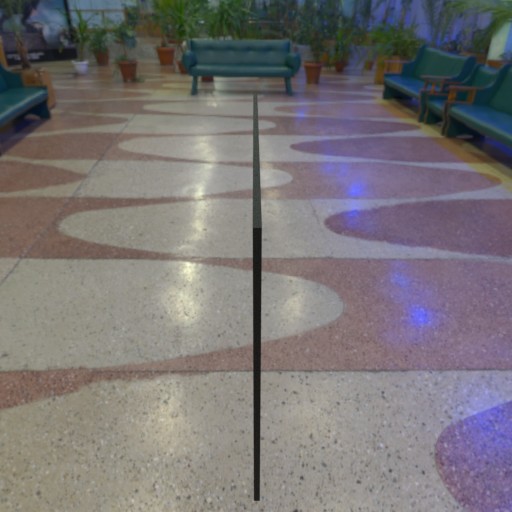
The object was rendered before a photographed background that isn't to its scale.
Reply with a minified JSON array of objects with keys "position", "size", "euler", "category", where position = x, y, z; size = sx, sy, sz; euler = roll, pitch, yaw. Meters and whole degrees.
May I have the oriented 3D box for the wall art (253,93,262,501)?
[{"position":[0.000,0.000,1.207],"size":[0.013,0.665,0.963],"euler":[0,31,0],"category":"wall art"}]
